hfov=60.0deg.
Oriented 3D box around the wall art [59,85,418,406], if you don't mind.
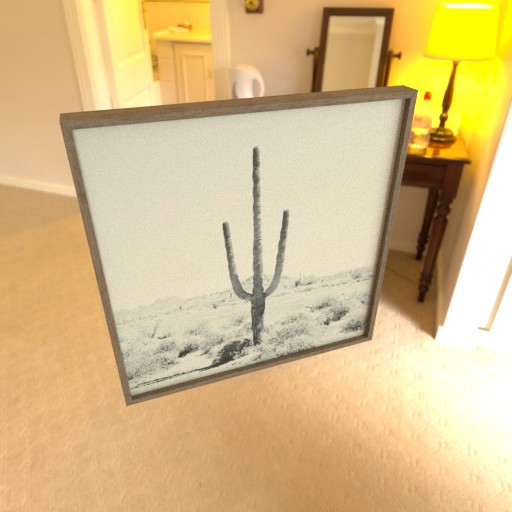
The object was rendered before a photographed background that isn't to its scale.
[{"bbox_3d":[0.000,0.000,0.748,0.508,0.508,0.038,-11,34,-17],"label":"wall art"}]
